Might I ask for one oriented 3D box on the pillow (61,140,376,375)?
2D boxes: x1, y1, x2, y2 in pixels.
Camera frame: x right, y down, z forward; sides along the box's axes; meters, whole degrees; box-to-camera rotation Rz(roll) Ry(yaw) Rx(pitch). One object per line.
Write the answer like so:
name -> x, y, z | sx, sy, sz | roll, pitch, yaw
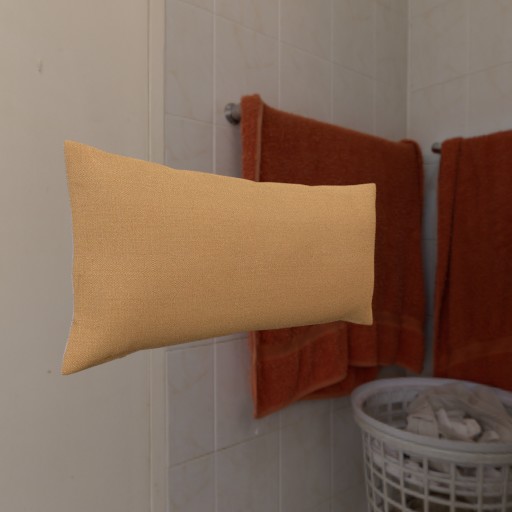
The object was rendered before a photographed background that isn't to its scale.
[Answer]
pillow -> 0.000, 0.000, 0.732 | 0.608, 0.291, 0.151 | -1, 1, -37
